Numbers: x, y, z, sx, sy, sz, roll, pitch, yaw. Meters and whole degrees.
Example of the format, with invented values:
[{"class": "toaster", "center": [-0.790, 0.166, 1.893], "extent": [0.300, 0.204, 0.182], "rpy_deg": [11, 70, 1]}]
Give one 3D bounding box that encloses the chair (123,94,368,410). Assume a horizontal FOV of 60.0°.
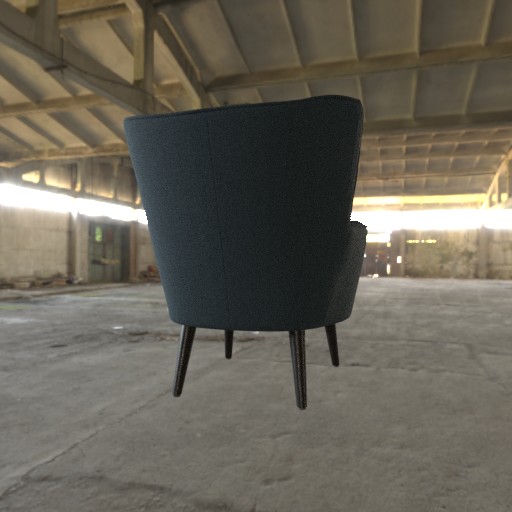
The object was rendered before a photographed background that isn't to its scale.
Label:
[{"class": "chair", "center": [0.000, 0.000, 1.609], "extent": [0.781, 0.933, 0.888], "rpy_deg": [0, 0, 17]}]
